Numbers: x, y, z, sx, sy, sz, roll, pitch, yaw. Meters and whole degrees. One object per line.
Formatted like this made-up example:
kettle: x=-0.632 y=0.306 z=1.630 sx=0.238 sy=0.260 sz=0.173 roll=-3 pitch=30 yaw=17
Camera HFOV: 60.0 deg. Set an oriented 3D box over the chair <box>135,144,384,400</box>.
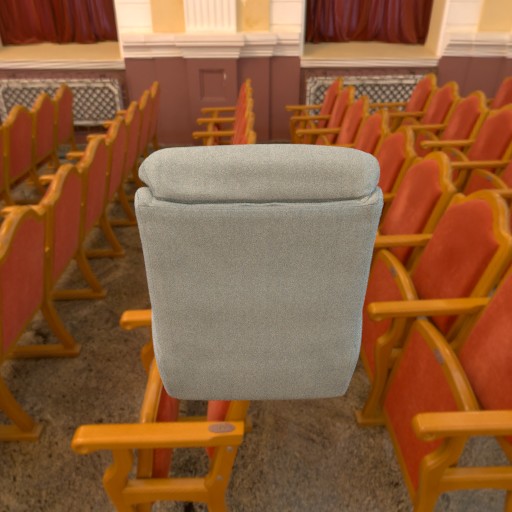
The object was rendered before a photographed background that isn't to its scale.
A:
chair: x=0.000 y=0.000 z=1.675 sx=0.794 sy=1.016 sz=0.940 roll=-1 pitch=29 yaw=-1
